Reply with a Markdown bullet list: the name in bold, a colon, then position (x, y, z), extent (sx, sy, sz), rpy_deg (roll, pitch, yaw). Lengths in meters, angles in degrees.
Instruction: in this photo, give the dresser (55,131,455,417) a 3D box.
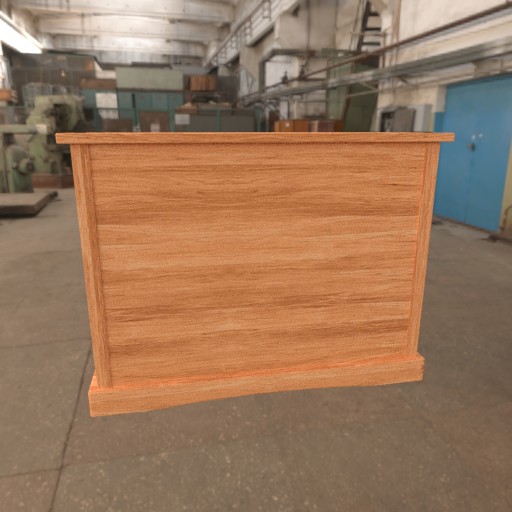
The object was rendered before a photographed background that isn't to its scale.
- **dresser**: position (0.000, 0.000, 1.371), extent (0.990, 0.740, 0.410), rpy_deg (-3, 16, -10)
